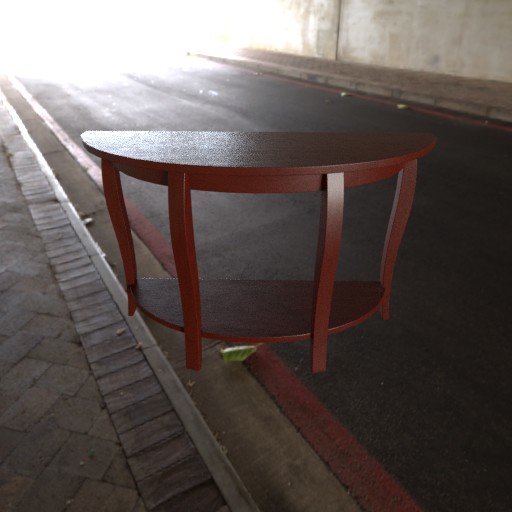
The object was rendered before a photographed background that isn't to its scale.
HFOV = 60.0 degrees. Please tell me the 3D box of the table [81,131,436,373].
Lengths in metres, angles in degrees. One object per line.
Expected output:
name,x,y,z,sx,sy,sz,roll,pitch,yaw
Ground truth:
table,0.000,0.000,1.580,1.219,0.779,0.405,1,29,1
